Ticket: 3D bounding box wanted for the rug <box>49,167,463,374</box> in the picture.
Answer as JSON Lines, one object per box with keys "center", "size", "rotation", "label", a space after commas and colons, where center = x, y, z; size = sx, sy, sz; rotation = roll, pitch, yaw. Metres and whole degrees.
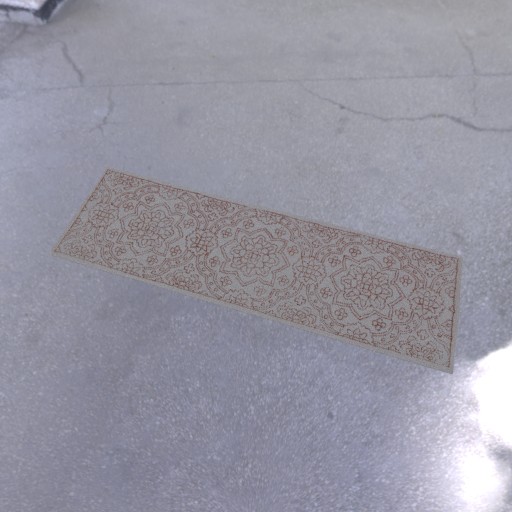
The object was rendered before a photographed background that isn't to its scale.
{"center": [0.000, 0.000, 2.732], "size": [2.448, 0.012, 0.769], "rotation": [15, 60, 9], "label": "rug"}
